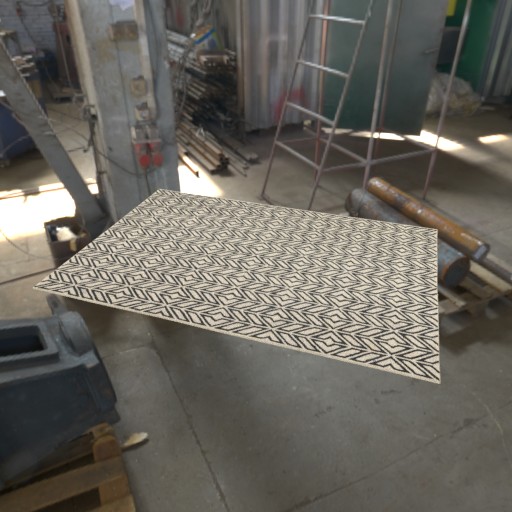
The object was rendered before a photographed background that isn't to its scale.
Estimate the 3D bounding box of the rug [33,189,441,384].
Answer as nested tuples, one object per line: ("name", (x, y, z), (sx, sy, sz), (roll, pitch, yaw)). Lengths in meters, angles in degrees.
("rug", (0.000, 0.000, 2.346), (1.828, 0.007, 1.220), (10, 34, 16))
